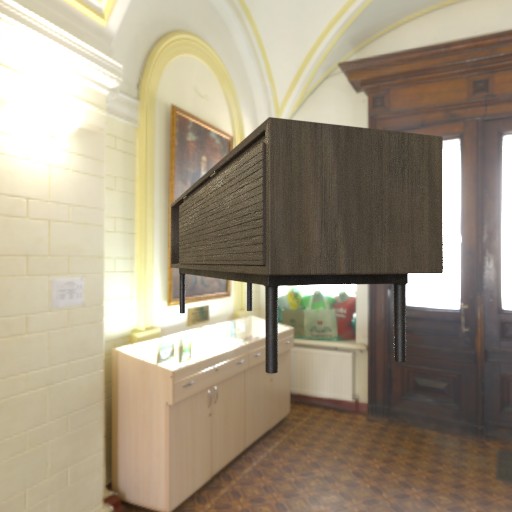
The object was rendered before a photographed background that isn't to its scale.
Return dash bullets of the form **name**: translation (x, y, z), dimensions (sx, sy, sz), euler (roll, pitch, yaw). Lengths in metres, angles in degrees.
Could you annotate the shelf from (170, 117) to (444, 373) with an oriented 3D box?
- **shelf**: translation (0.000, 0.000, 1.491), dimensions (0.400, 0.495, 1.300), euler (0, -1, -19)
